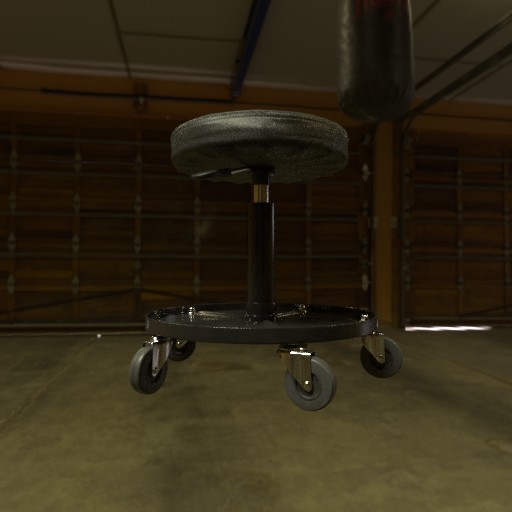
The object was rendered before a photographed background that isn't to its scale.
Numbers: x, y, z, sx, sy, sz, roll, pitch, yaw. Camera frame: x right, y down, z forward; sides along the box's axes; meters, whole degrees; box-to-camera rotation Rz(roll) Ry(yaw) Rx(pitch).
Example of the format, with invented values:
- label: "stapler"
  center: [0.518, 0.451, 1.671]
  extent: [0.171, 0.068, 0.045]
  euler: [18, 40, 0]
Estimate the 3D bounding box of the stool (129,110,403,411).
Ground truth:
- label: "stool"
  center: [0.000, 0.000, 0.681]
  extent: [0.381, 0.365, 0.382]
  euler: [-1, -1, 36]
